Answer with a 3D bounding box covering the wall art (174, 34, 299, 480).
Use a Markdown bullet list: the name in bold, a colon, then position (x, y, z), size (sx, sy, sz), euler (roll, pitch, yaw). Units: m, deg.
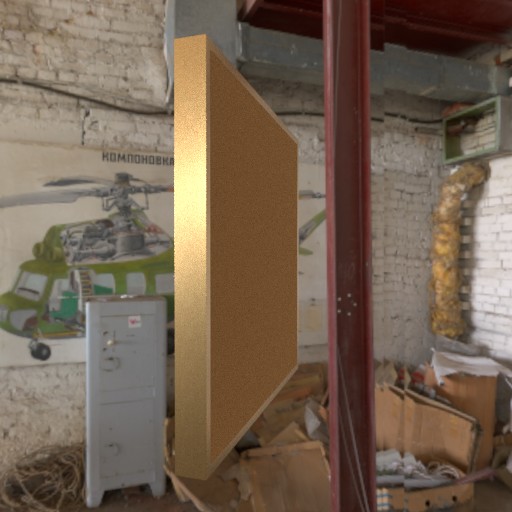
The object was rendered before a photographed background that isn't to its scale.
- **wall art**: position (0.000, 0.000, 0.754), size (0.040, 0.509, 0.509), euler (0, 1, 17)
